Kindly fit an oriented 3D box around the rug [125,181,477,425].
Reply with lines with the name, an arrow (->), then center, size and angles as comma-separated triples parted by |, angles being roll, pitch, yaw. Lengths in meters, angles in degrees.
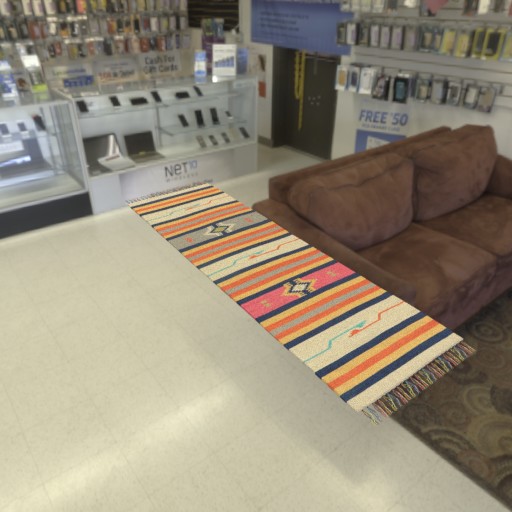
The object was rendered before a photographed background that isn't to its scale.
rug -> 0.000, 0.000, 2.647 | 0.695, 0.017, 2.455 | -21, 37, -30
